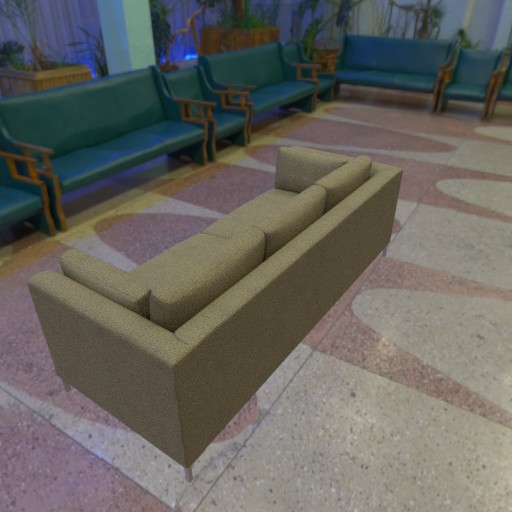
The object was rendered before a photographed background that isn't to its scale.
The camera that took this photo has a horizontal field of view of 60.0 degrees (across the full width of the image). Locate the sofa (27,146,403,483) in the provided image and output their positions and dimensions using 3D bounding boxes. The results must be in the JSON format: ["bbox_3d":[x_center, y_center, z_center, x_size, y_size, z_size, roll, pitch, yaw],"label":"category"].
[{"bbox_3d":[0.000,0.000,2.829,0.969,0.867,2.415,20,37,29],"label":"sofa"}]
